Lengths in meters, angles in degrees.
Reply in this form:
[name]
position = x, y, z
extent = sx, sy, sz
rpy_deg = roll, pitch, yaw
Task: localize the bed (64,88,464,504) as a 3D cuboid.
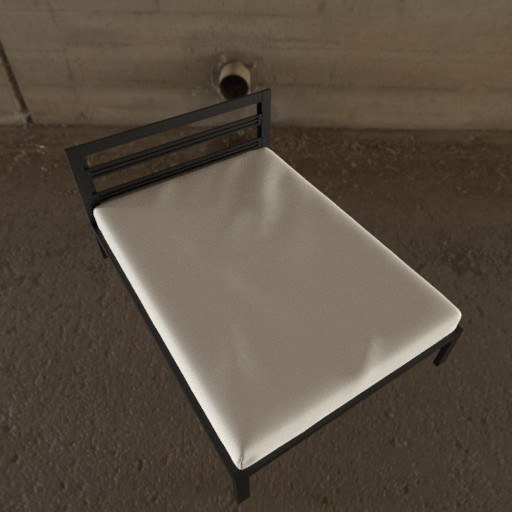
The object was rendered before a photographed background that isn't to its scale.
[bed]
position = 0.000, 0.000, 2.776
extent = 1.524, 0.967, 2.062
rpy_deg = -25, 51, -22
